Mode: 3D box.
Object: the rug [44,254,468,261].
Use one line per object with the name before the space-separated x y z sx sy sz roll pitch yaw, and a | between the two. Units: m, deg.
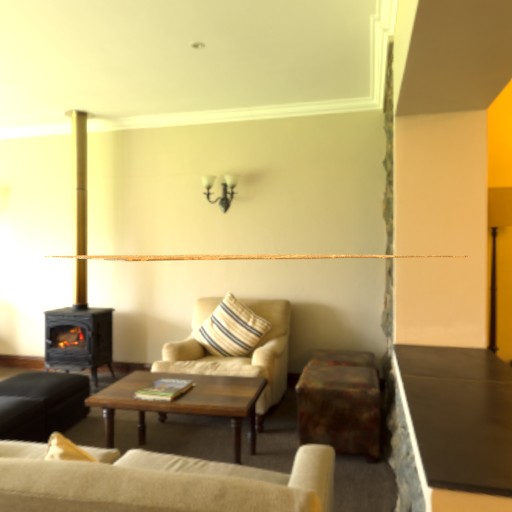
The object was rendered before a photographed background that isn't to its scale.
rug | 0.000 0.000 2.715 2.135 0.013 1.524 0 1 -35
